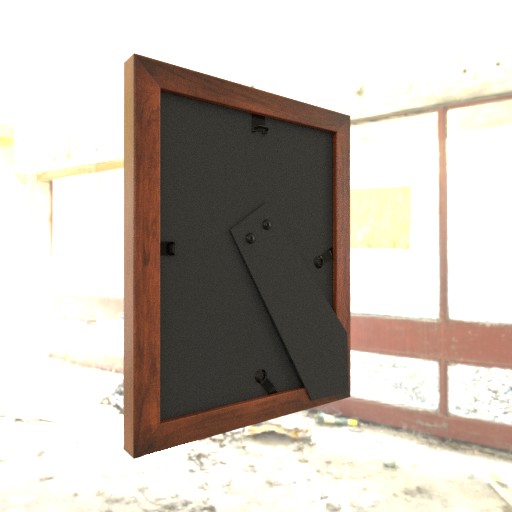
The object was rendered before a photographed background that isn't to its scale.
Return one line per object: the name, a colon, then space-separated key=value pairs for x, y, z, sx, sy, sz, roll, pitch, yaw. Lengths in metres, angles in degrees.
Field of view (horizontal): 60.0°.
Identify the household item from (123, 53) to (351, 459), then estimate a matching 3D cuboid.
household item: x=0.000 y=0.000 z=0.339 sx=0.200 sy=0.250 sz=0.020 roll=0 pitch=0 yaw=-37
